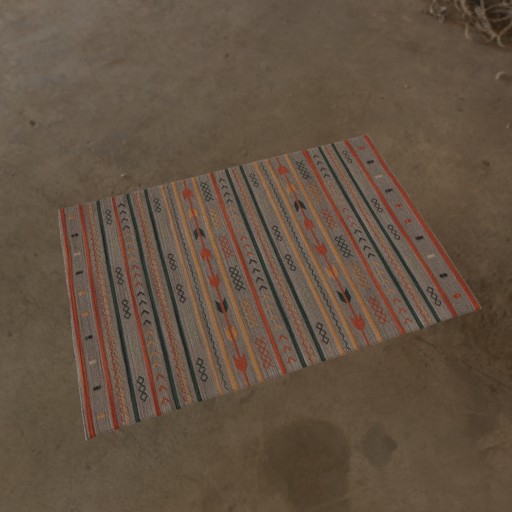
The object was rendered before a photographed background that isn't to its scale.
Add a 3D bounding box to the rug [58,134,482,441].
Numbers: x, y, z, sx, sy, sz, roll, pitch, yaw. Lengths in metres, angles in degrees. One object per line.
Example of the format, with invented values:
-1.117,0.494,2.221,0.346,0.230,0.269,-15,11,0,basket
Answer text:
0.000,0.000,2.223,1.835,0.017,1.220,-16,59,-10,rug
